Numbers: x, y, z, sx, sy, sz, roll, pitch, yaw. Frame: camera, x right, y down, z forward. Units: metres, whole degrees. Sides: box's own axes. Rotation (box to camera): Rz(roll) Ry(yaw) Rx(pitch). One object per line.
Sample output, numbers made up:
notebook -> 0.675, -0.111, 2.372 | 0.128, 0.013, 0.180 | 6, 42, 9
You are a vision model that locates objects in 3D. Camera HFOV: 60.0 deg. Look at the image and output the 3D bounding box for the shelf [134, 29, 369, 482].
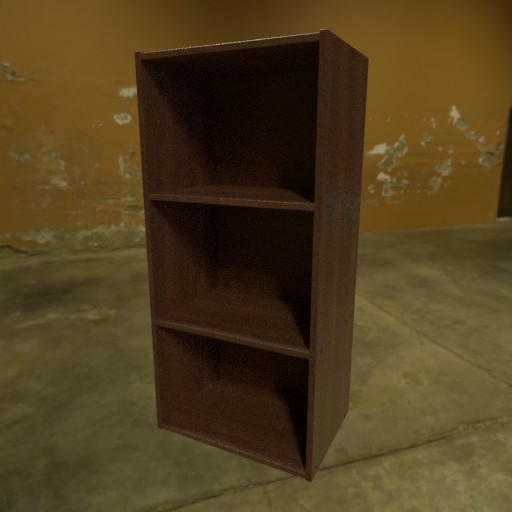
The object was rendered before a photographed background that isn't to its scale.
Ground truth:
shelf -> 0.000, 0.000, 1.049 | 0.414, 0.879, 0.290 | 7, 16, 26
